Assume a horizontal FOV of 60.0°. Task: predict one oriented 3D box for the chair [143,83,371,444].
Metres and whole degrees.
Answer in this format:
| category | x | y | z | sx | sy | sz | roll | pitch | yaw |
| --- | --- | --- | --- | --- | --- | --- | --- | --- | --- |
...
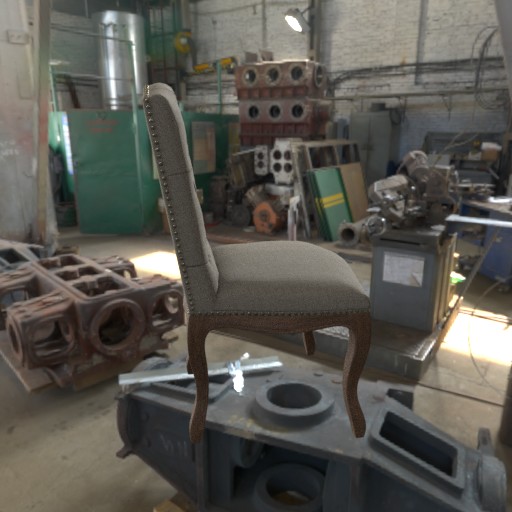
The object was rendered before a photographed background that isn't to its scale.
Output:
| category | x | y | z | sx | sy | sz | roll | pitch | yaw |
| --- | --- | --- | --- | --- | --- | --- | --- | --- | --- |
| chair | 0.000 | 0.000 | 1.645 | 0.731 | 1.191 | 0.637 | -3 | 17 | -10 |
